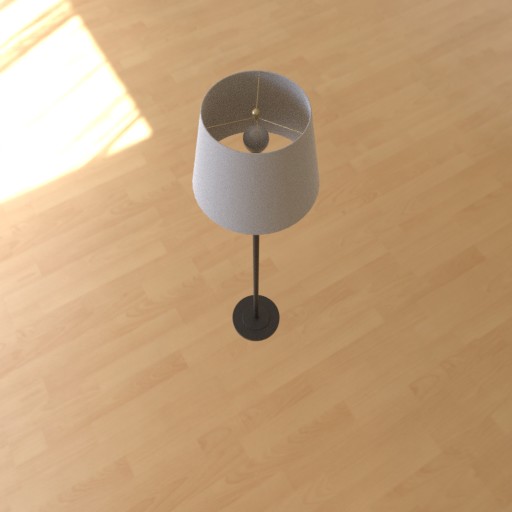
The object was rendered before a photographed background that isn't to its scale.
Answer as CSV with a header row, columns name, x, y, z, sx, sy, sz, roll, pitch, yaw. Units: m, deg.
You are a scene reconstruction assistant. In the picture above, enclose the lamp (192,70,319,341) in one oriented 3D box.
name,x,y,z,sx,sy,sz,roll,pitch,yaw
lamp,0.000,0.000,1.644,0.348,1.473,0.348,31,68,14
